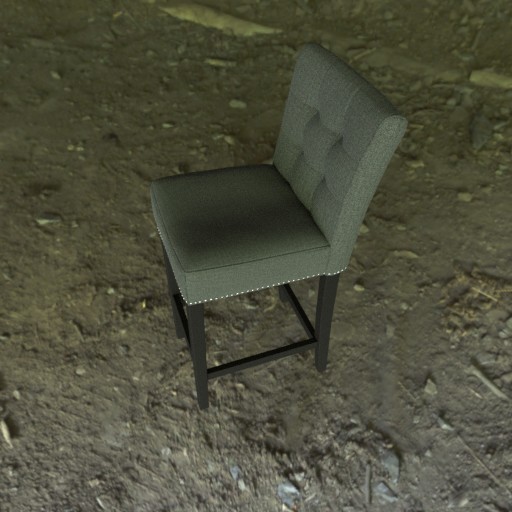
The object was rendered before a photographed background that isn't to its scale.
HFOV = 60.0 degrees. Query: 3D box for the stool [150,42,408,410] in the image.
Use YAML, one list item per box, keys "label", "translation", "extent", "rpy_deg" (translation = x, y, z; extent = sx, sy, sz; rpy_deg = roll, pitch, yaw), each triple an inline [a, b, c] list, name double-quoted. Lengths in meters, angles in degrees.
- label: "stool"
  translation: [0.000, 0.000, 1.337]
  extent: [0.548, 1.047, 0.411]
  rpy_deg: [-16, 49, -14]
